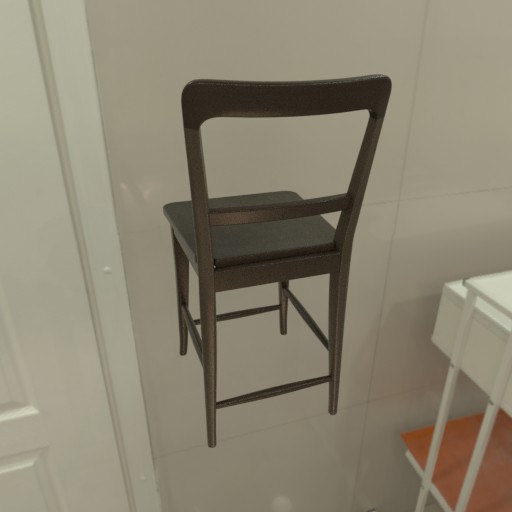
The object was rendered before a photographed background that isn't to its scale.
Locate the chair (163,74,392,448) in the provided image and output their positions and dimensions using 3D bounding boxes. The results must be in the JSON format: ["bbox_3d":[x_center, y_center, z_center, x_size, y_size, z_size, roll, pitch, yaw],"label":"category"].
[{"bbox_3d":[0.000,0.000,1.273,0.450,0.991,0.546,-8,27,-17],"label":"chair"}]
